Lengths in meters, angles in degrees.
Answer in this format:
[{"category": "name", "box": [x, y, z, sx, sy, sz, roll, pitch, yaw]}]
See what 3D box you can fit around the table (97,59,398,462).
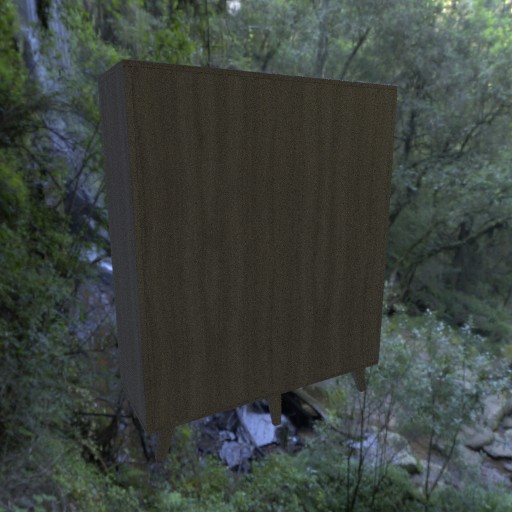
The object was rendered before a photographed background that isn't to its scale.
[{"category": "table", "box": [0.000, 0.000, 1.879, 1.111, 1.388, 0.398, -7, 15, -28]}]
